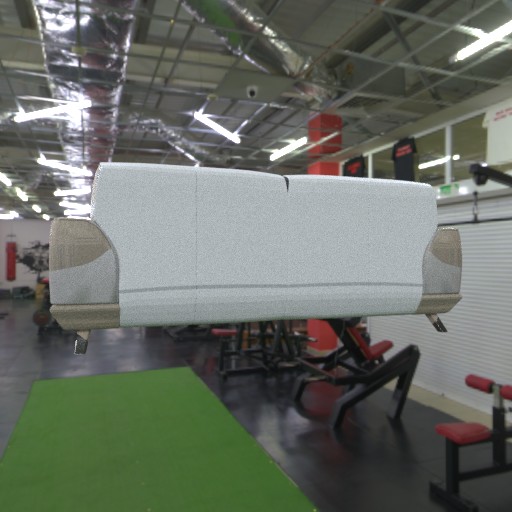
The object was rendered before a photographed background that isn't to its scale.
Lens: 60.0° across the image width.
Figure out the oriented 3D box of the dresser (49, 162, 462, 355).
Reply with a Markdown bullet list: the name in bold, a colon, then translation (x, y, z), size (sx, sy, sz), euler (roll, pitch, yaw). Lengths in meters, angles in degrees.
- **dresser**: translation (0.000, 0.000, 5.766), size (4.679, 1.863, 2.251), euler (0, -1, -18)
